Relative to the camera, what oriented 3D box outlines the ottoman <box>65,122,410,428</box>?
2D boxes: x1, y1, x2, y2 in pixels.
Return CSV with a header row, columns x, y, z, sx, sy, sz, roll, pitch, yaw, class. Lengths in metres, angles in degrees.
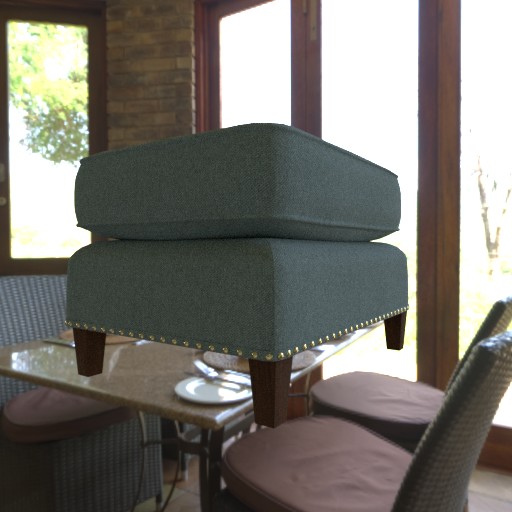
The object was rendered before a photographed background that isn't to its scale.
x,y,z,sx,sy,sz,roll,pitch,yaw,class
0.000,0.000,1.144,0.589,0.537,0.738,1,1,35,ottoman
